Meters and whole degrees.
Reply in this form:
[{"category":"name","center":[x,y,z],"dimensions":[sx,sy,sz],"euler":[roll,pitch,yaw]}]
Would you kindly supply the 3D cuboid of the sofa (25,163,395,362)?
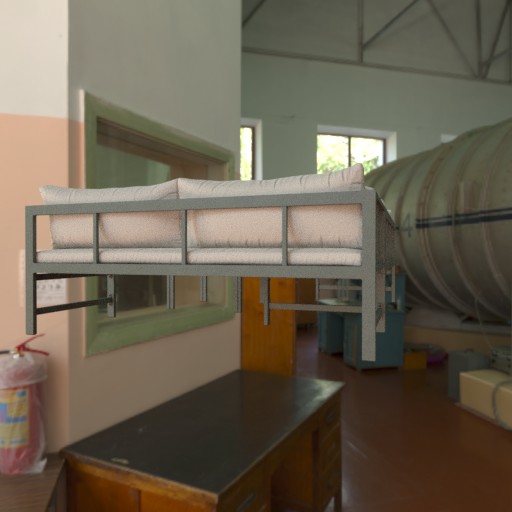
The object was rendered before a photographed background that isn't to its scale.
[{"category":"sofa","center":[0.000,0.000,2.879],"dimensions":[1.658,0.758,2.096],"euler":[0,0,19]}]
